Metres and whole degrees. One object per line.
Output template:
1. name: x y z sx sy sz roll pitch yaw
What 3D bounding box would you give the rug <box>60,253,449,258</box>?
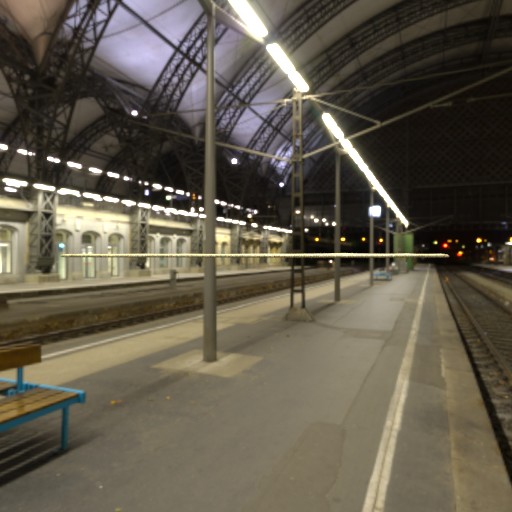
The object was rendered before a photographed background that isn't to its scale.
1. rug: 0.000 0.000 2.345 1.250 0.015 1.850 0 0 0
